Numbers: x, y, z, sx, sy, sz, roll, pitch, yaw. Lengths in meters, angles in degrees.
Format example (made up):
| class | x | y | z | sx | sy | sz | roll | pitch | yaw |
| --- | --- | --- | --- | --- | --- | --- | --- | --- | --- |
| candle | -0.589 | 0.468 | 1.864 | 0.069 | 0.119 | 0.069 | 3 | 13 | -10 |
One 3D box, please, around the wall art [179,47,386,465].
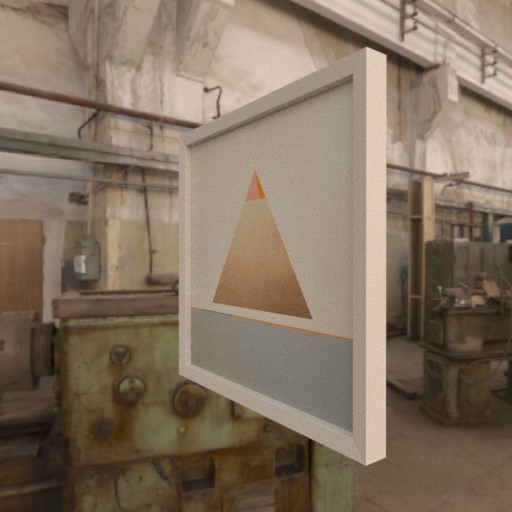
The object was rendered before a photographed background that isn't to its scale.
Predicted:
| class | x | y | z | sx | sy | sz | roll | pitch | yaw |
| --- | --- | --- | --- | --- | --- | --- | --- | --- | --- |
| wall art | 0.000 | 0.000 | 1.915 | 0.098 | 1.291 | 1.289 | 0 | 0 | -36 |
